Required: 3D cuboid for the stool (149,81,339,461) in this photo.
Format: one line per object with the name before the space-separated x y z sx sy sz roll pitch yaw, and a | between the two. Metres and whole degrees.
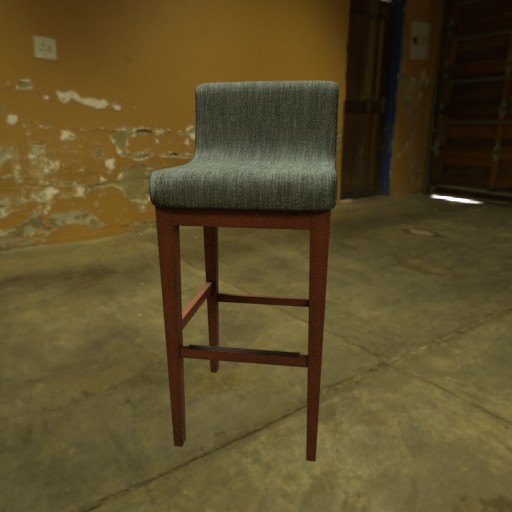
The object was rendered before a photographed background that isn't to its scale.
stool | 0.000 0.000 1.252 0.426 0.965 0.499 2 16 9
